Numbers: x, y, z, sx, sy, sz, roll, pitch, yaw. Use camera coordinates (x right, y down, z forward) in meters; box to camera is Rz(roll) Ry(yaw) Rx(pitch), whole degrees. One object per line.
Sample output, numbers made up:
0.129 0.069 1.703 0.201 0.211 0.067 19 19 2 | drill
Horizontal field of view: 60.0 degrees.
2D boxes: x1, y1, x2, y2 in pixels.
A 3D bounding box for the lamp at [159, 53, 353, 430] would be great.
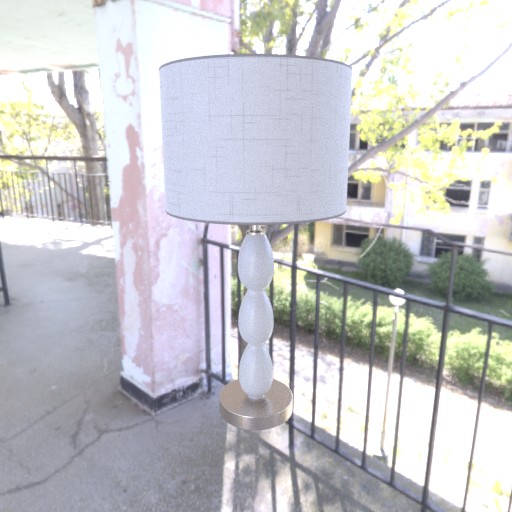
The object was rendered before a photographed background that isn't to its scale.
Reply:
0.000 0.000 0.721 0.280 0.559 0.282 14 20 43 | lamp
